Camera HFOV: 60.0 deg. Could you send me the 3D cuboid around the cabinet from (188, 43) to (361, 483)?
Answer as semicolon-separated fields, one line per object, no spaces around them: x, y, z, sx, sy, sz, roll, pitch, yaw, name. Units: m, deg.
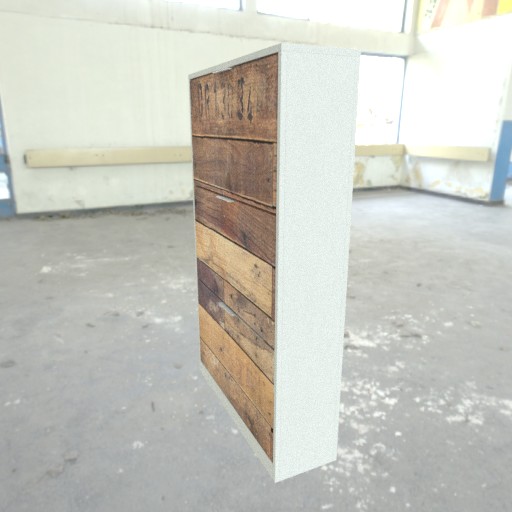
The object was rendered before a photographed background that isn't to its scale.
0.000;0.000;1.602;0.250;1.280;0.750;-8;18;-24;cabinet
